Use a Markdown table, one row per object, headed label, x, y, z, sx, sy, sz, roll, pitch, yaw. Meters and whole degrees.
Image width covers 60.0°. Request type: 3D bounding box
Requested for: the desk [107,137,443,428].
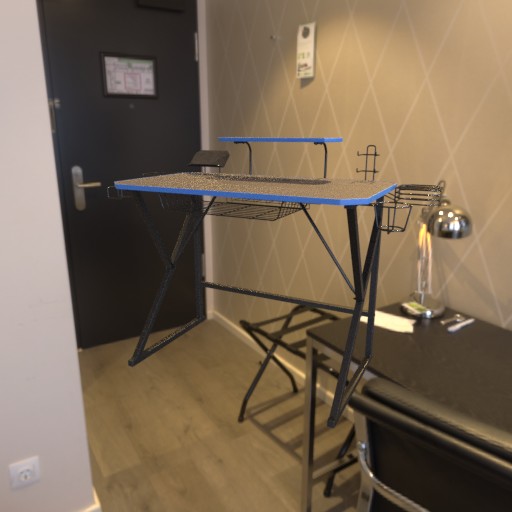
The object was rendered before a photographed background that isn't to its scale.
| label | x | y | z | sx | sy | sz | roll | pitch | yaw |
| --- | --- | --- | --- | --- | --- | --- | --- | --- | --- |
| desk | 0.000 | 0.000 | 1.769 | 1.295 | 0.909 | 0.594 | 8 | 17 | 26 |
